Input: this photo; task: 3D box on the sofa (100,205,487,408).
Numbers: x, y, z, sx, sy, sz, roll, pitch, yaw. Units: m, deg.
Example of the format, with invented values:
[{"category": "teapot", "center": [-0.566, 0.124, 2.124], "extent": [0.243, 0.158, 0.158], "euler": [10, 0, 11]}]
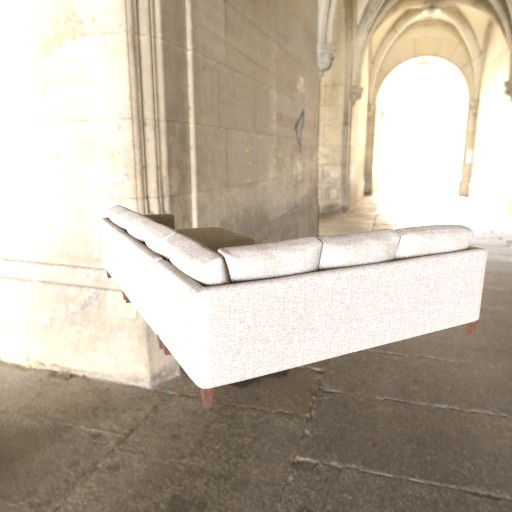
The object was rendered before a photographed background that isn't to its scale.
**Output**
[{"category": "sofa", "center": [0.000, 0.000, 4.610], "extent": [2.593, 0.959, 3.460], "euler": [-7, 14, -27]}]
